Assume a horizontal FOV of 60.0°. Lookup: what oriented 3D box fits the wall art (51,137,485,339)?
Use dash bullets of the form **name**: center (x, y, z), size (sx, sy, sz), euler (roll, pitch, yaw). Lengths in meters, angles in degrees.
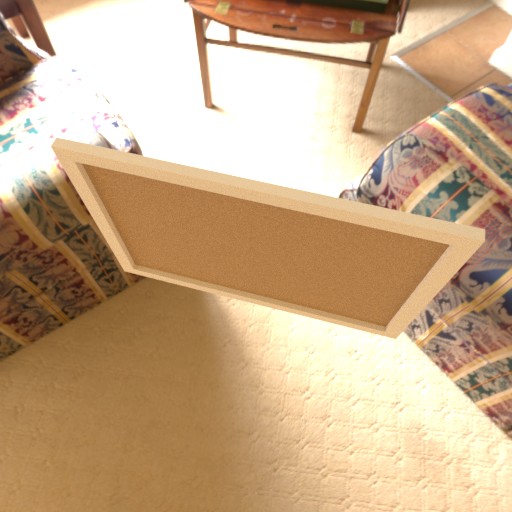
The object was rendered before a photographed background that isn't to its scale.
- **wall art**: center (0.000, 0.000, 1.475), size (1.144, 0.767, 0.038), euler (13, 63, 7)
